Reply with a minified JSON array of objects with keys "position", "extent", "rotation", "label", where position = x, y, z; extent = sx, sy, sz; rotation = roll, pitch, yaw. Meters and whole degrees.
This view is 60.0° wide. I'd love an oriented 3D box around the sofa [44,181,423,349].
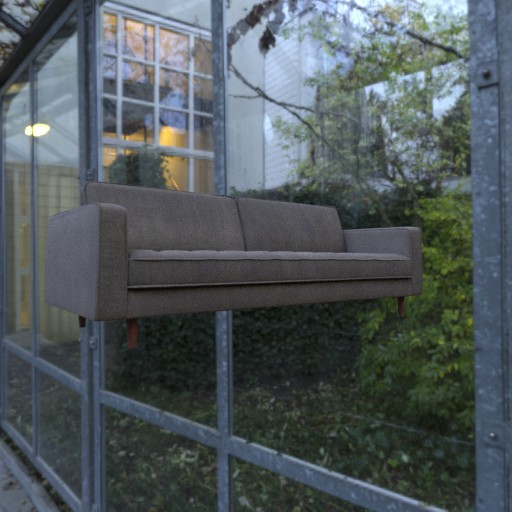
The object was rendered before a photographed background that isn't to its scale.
[{"position":[0.000,0.000,2.775],"extent":[2.295,0.813,0.923],"rotation":[0,-1,-37],"label":"sofa"}]
